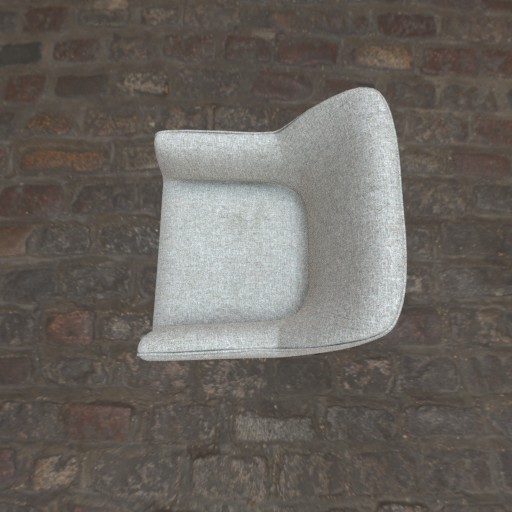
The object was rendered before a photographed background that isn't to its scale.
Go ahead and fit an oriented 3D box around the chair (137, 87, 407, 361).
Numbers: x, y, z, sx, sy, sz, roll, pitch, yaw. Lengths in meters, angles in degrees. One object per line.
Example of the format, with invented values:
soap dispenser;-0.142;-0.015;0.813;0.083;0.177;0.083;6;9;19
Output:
chair;0.000;0.000;1.147;0.519;0.803;0.543;1;75;0
